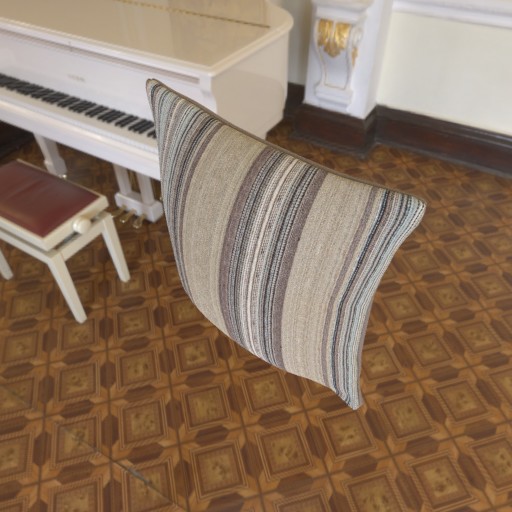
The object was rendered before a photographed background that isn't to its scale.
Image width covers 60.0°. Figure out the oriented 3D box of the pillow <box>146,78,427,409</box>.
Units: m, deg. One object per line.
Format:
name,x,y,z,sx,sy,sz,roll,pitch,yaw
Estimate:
pillow,0.000,0.000,0.664,0.435,0.416,0.189,33,53,29
